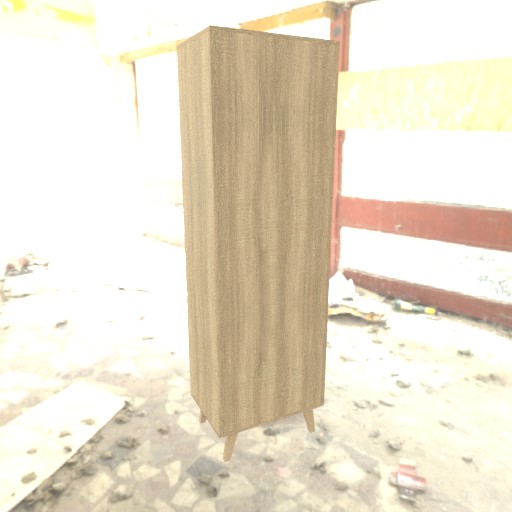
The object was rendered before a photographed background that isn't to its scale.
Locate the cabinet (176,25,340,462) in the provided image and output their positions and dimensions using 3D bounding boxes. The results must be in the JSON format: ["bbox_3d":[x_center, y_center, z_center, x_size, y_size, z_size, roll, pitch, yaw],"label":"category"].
[{"bbox_3d":[0.000,0.000,2.100,0.570,1.850,0.400,-7,16,-26],"label":"cabinet"}]
